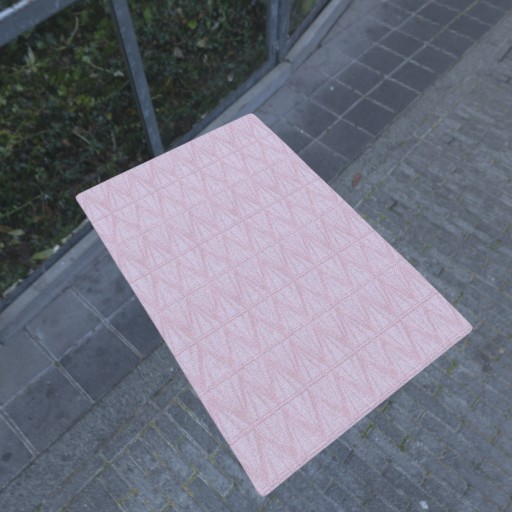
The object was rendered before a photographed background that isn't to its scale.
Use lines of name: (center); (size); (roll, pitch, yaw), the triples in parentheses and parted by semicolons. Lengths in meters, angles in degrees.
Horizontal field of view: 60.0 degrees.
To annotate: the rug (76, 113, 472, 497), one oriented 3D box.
rug: (0.000, 0.000, 2.986); (1.609, 0.015, 2.390); (-31, 63, -18)
